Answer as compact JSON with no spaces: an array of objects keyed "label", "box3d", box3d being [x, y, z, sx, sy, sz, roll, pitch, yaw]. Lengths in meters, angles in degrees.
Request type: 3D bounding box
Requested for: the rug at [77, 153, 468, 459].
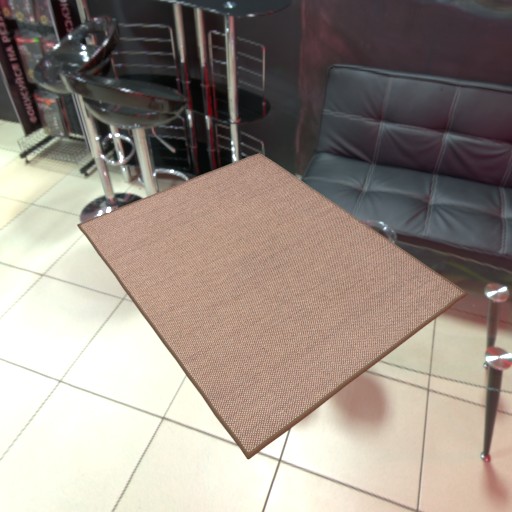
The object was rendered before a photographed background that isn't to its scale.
[{"label":"rug","box3d":[0.000,0.000,4.268,2.413,0.020,3.041,-27,50,-26]}]
